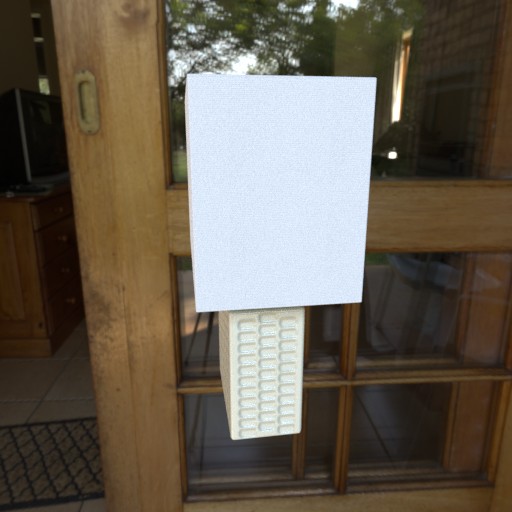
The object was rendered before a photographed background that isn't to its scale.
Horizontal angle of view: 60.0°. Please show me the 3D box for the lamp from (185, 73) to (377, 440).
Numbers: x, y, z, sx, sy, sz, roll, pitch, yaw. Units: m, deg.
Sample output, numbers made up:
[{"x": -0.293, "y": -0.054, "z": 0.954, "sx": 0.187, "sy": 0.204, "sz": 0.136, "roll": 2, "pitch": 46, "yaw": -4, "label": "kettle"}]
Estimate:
[{"x": 0.000, "y": 0.000, "z": 0.701, "sx": 0.200, "sy": 0.515, "sz": 0.380, "roll": -2, "pitch": 16, "yaw": -9, "label": "lamp"}]
